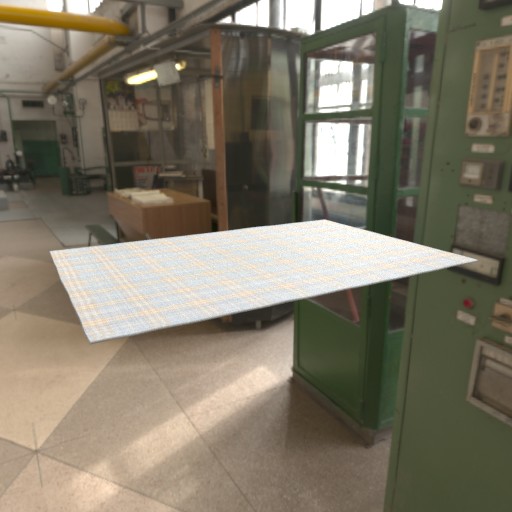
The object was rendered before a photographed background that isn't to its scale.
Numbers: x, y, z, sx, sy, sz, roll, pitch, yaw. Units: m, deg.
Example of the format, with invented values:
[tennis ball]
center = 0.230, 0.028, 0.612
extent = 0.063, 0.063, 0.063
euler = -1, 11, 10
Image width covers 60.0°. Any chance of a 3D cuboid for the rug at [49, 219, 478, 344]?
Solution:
[rug]
center = 0.000, 0.000, 2.264
extent = 1.835, 0.012, 1.231
euler = -9, 18, -28
